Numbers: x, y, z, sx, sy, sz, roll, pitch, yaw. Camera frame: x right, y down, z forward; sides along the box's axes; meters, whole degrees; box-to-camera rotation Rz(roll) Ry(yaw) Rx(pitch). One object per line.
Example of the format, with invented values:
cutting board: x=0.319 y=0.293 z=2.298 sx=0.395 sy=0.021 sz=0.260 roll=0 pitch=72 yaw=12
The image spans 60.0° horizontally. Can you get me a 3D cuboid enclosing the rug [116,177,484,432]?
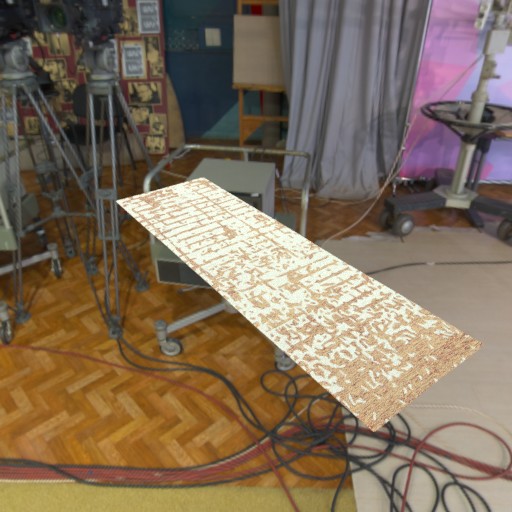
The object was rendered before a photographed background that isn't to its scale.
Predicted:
rug: x=0.000 y=0.000 z=2.633 sx=0.750 sy=0.011 sz=2.435 roll=-22 pitch=39 yaw=-30
